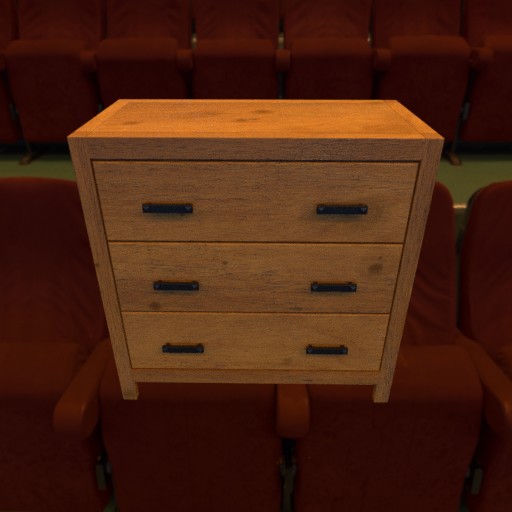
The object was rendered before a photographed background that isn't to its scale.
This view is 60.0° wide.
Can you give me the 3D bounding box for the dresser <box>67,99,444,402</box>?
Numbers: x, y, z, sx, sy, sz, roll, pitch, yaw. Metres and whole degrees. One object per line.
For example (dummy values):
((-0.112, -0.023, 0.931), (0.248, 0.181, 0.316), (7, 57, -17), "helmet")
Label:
((0.000, 0.000, 1.306), (0.804, 0.804, 0.427), (0, 30, 1), "dresser")
